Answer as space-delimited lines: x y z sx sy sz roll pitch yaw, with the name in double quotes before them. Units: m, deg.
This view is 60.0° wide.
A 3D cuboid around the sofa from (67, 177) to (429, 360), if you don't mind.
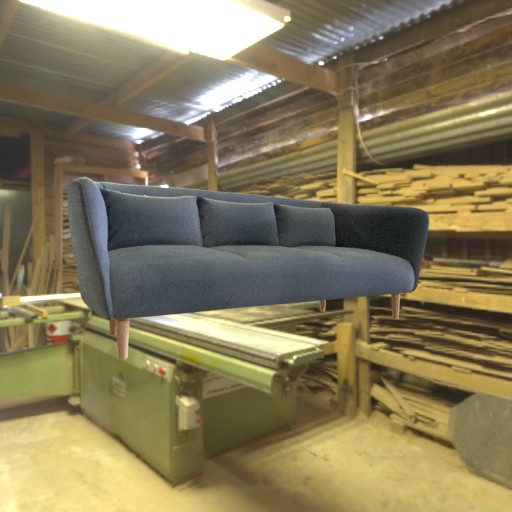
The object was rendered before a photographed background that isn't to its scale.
"sofa" 0.000 0.000 2.490 2.095 0.795 0.849 -1 1 -36
